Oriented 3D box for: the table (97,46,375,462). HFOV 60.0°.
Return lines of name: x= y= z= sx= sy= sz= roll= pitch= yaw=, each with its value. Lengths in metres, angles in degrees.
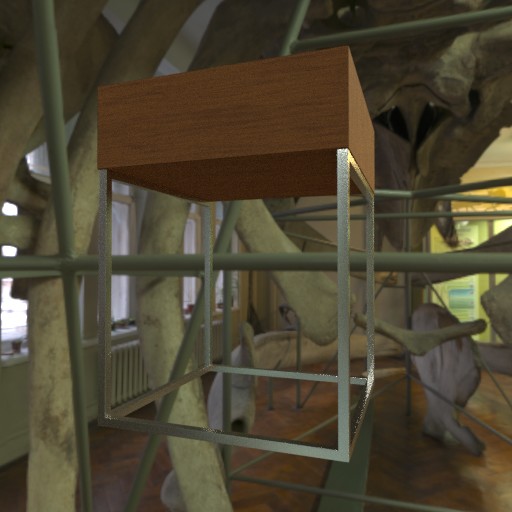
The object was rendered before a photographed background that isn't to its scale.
table: x=0.000 y=0.000 z=0.826 sx=0.397 sy=0.540 sz=0.398 roll=0 pitch=-1 yaw=20
